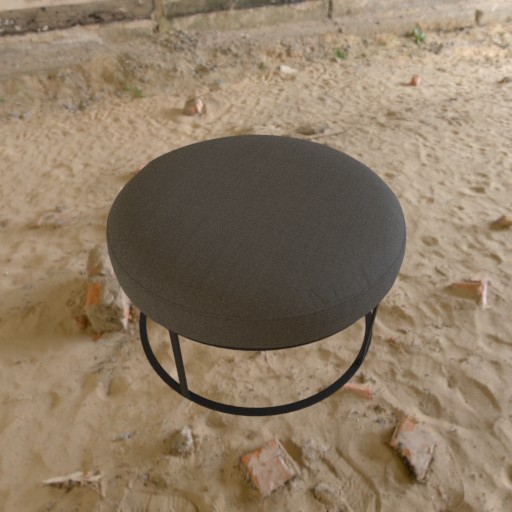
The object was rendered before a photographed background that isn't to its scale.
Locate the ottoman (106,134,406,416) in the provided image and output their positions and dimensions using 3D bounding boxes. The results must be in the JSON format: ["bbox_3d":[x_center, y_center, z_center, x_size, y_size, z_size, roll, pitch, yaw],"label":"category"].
[{"bbox_3d":[0.000,0.000,1.263,0.772,0.460,0.772,0,42,0],"label":"ottoman"}]
